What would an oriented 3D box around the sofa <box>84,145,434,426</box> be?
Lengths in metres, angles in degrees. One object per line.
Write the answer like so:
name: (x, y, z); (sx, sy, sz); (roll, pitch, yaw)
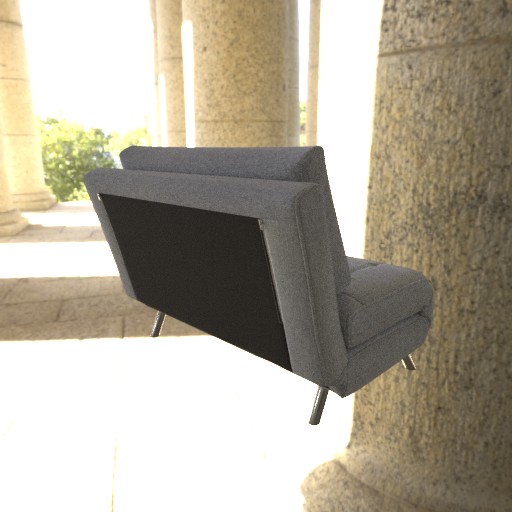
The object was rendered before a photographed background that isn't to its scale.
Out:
sofa: (0.000, 0.000, 1.880); (0.910, 0.910, 1.220); (-13, 19, -43)
